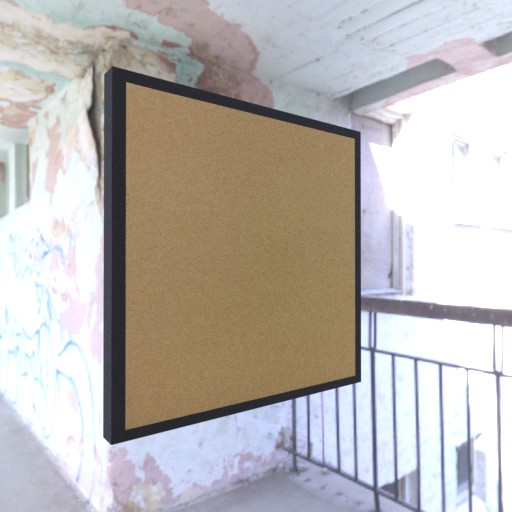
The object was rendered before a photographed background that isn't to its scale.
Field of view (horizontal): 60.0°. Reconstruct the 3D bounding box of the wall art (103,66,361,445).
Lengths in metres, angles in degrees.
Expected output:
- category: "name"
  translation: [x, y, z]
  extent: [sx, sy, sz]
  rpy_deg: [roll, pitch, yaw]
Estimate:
- category: "wall art"
  translation: [0.000, 0.000, 0.759]
  extent: [0.508, 0.507, 0.033]
  rpy_deg: [0, -1, -37]
